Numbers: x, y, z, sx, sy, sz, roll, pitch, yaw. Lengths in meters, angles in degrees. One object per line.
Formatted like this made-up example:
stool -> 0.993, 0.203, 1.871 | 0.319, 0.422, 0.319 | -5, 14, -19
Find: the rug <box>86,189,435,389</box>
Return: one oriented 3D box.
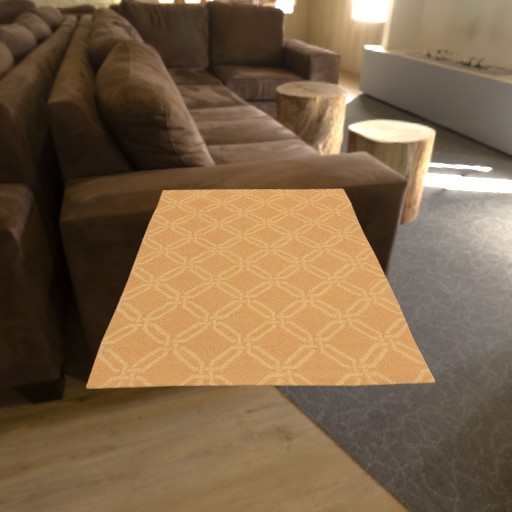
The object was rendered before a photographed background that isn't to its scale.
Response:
rug -> 0.000, 0.000, 2.808 | 1.524, 0.013, 2.135 | -1, 32, -1
